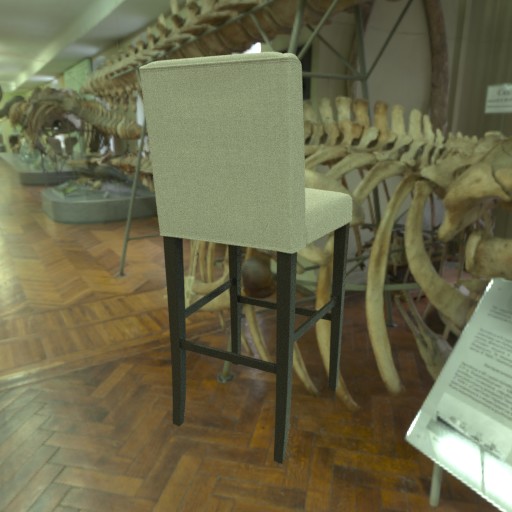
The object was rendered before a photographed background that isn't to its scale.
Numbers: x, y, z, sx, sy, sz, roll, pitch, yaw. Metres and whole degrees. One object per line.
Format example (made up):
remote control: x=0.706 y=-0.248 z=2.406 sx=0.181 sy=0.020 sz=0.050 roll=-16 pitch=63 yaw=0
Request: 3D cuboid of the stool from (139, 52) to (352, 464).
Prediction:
stool: x=0.000 y=0.000 z=1.418 sx=0.474 sy=1.116 sz=0.509 roll=8 pitch=18 yaw=26
